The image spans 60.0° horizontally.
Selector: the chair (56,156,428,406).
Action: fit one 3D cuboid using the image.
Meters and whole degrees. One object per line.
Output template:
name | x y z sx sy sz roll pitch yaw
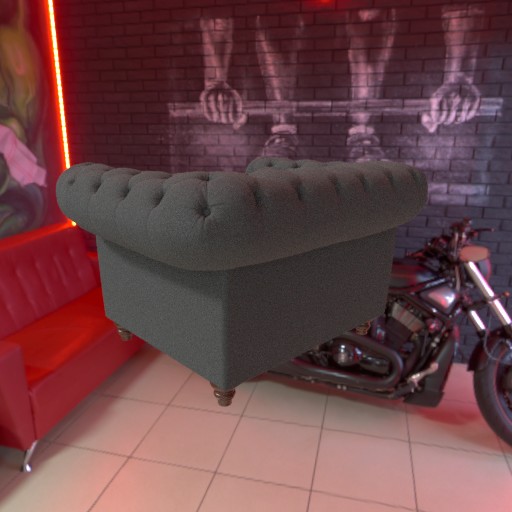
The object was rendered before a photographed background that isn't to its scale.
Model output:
chair | 0.000 0.000 1.850 1.270 0.770 0.976 -14 20 -42
